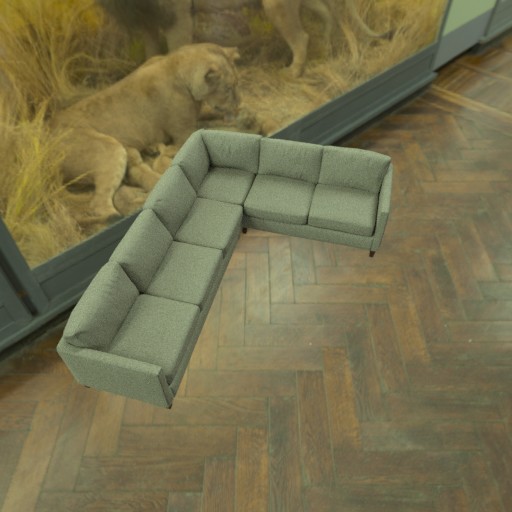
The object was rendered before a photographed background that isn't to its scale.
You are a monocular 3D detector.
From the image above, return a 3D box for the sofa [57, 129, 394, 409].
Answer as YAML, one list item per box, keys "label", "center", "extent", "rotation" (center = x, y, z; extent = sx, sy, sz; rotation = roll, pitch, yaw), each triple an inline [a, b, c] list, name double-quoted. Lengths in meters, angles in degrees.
- label: "sofa"
  center: [0.000, 0.000, 4.611]
  extent: [2.593, 0.947, 3.302]
  rotation: [11, 48, 10]
